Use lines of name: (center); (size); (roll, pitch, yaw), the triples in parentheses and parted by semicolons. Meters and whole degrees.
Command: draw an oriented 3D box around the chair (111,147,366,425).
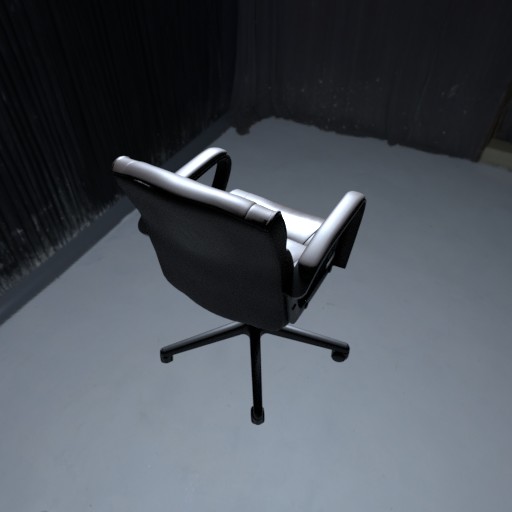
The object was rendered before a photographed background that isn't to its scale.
chair: (0.000, 0.000, 1.508); (0.739, 1.004, 0.717); (23, 49, 21)
